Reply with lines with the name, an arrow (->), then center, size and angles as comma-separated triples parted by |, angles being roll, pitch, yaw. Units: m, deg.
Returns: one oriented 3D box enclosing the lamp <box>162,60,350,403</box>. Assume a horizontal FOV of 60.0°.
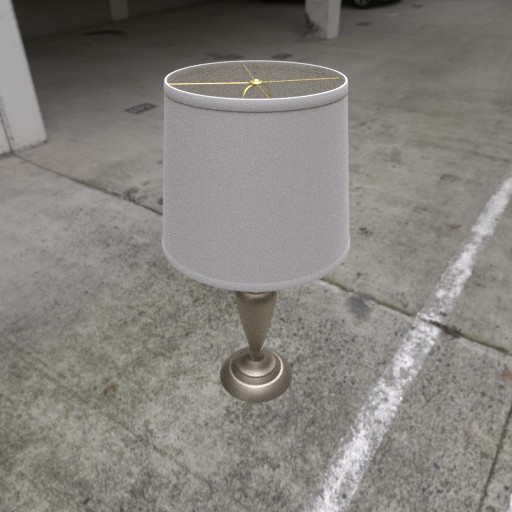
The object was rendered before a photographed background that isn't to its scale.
lamp -> 0.000, 0.000, 0.810 | 0.328, 0.619, 0.328 | 0, 33, 0
